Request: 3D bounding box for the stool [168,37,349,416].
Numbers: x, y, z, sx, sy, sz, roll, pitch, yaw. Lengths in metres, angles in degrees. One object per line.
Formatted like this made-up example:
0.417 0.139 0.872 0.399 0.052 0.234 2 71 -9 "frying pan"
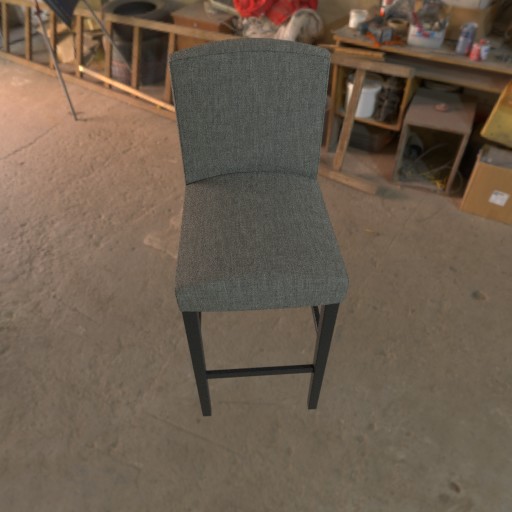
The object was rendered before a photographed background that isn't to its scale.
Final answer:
0.000 0.000 1.408 0.451 1.138 0.552 -3 45 -3 "stool"
